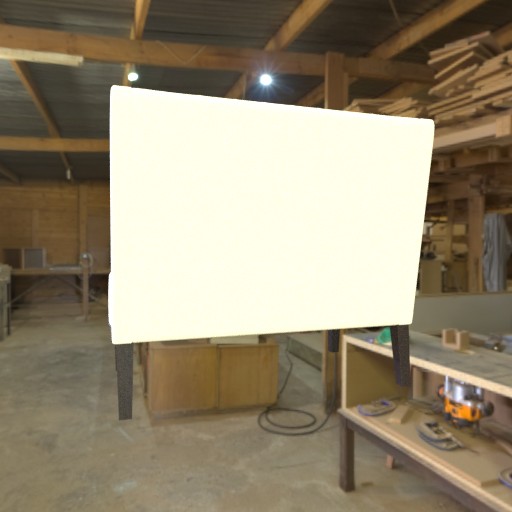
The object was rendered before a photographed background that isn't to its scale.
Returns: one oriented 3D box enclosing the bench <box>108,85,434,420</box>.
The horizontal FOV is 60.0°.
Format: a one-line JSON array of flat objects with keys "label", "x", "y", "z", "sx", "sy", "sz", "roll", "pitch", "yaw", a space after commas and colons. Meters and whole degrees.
[{"label": "bench", "x": 0.000, "y": 0.000, "z": 2.016, "sx": 1.280, "sy": 1.123, "sz": 0.847, "roll": -1, "pitch": 2, "yaw": -18}]
